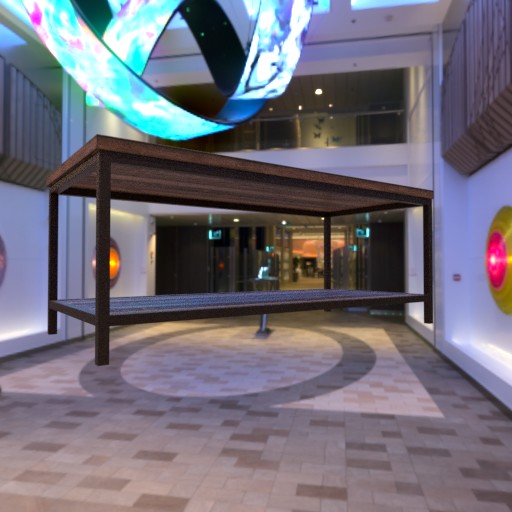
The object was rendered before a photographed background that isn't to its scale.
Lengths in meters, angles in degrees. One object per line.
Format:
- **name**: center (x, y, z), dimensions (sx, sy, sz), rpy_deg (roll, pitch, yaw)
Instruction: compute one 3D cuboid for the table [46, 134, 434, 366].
- **table**: center (0.000, 0.000, 1.227), dimensions (0.990, 0.399, 0.452), rpy_deg (1, -2, -35)
